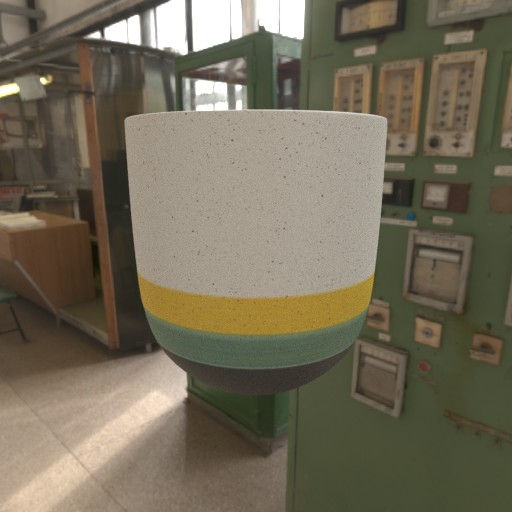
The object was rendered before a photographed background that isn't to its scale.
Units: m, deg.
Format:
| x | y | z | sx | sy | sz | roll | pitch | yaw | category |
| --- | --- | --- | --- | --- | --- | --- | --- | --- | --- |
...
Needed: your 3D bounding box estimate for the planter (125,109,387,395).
| x | y | z | sx | sy | sz | roll | pitch | yaw | category |
| --- | --- | --- | --- | --- | --- | --- | --- | --- | --- |
| 0.000 | 0.000 | 0.366 | 0.195 | 0.214 | 0.195 | 0 | 13 | 0 | planter |
